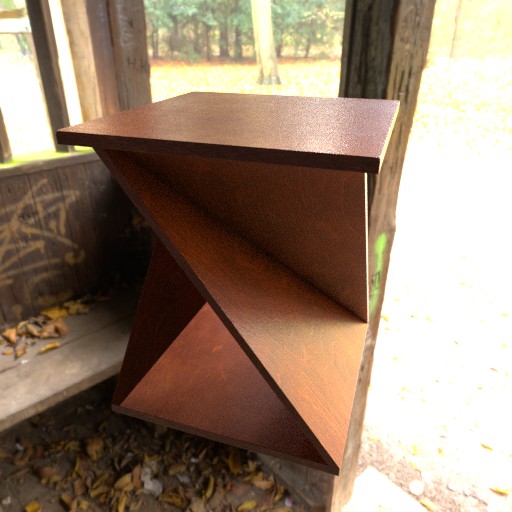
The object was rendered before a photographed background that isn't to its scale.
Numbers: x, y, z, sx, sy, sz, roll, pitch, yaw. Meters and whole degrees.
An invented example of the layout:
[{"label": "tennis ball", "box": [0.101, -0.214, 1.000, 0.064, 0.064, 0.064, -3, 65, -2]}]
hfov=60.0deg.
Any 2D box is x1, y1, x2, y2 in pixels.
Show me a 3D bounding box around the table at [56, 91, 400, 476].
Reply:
[{"label": "table", "box": [0.000, 0.000, 0.835, 0.427, 0.520, 0.427, 9, 29, 17]}]
